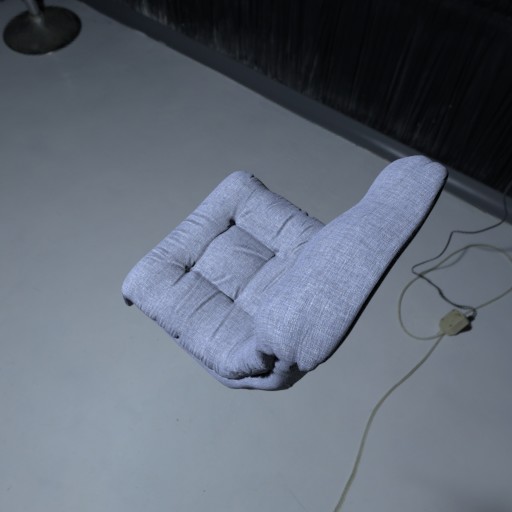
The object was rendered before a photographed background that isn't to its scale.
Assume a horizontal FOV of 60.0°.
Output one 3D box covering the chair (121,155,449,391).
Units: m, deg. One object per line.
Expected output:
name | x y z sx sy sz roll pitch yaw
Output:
chair | 0.000 0.000 1.228 0.668 0.749 0.597 35 67 17
